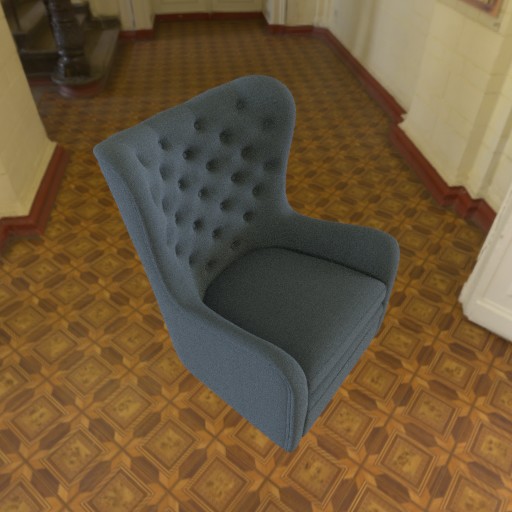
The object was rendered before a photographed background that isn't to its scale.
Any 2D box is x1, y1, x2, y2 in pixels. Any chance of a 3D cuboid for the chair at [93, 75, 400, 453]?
[{"bbox_3d":[0.000,0.000,1.759,0.930,1.079,0.831,27,49,27],"label":"chair"}]
